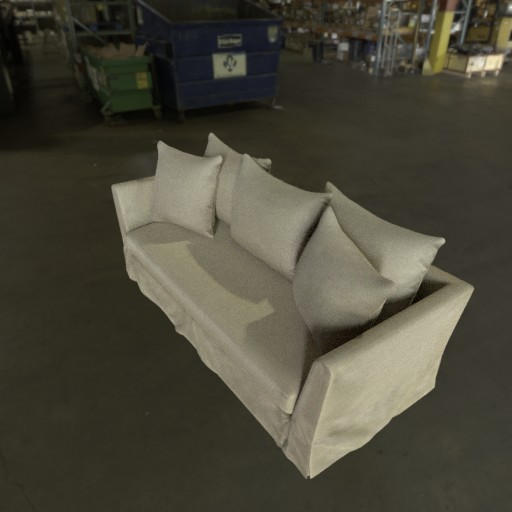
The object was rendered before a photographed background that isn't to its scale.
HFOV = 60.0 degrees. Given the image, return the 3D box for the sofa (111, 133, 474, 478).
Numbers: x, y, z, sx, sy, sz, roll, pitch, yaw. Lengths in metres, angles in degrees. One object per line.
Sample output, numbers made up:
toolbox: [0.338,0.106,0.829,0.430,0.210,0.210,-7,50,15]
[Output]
sofa: [0.000,0.000,2.801,1.031,1.034,2.290,-20,37,-30]
